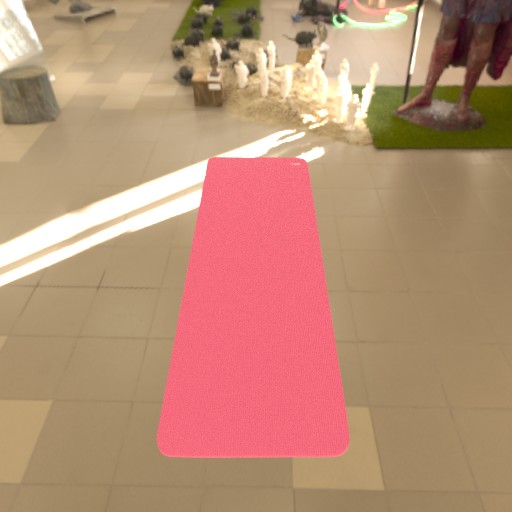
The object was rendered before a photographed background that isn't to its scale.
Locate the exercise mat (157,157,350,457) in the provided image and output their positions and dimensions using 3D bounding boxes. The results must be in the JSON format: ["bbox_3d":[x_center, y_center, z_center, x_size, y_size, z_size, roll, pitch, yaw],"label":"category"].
[{"bbox_3d":[0.000,0.000,2.078,0.616,0.021,1.884,0,41,0],"label":"exercise mat"}]
